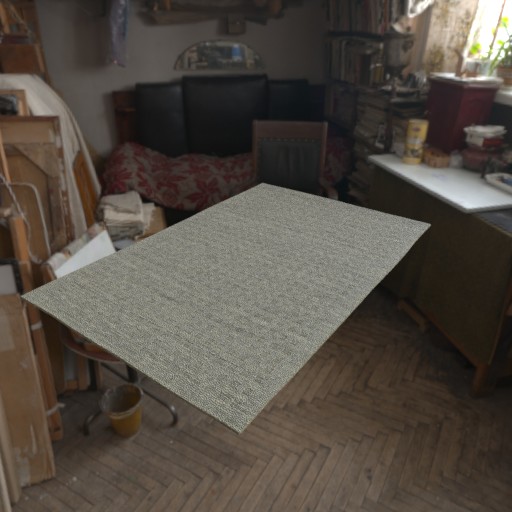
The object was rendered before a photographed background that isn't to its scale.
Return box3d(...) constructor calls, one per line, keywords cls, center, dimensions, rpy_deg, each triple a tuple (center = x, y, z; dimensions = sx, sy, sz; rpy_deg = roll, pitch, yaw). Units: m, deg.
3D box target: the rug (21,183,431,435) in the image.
box3d(cls="rug", center=(0.000, 0.000, 2.851), dimensions=(1.532, 0.018, 2.297), rpy_deg=(19, 34, 31))
